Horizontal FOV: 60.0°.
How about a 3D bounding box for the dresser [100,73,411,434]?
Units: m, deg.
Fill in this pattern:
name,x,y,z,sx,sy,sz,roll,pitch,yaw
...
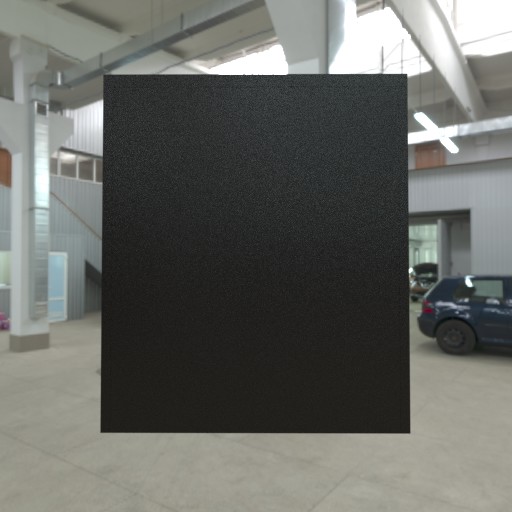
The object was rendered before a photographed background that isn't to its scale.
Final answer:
name,x,y,z,sx,sy,sz,roll,pitch,yaw
dresser,0.000,0.000,0.757,0.400,0.470,0.360,0,-1,0
